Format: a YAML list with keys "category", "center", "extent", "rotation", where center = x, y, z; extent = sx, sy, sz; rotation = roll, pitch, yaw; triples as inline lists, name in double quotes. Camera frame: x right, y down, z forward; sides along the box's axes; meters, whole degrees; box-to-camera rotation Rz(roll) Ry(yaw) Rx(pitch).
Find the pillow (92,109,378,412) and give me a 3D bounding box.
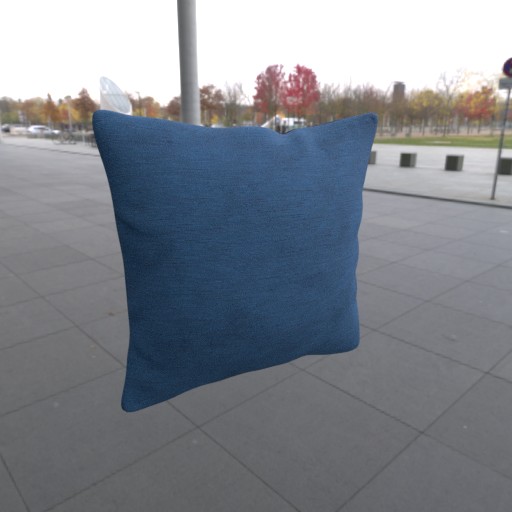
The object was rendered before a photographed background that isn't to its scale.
- category: "pillow"
  center: [0.000, 0.000, 0.675]
  extent: [0.437, 0.420, 0.177]
  rotation: [-8, 19, -26]
